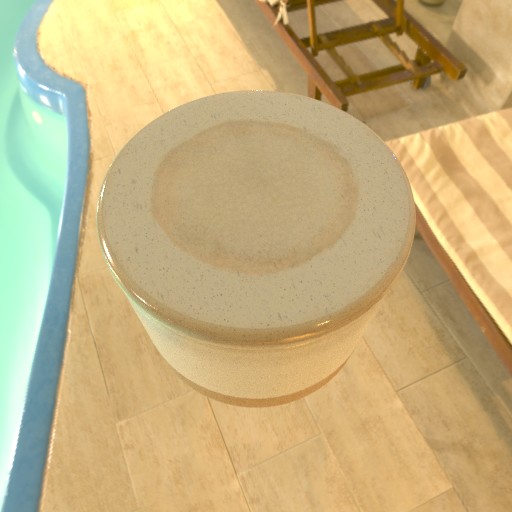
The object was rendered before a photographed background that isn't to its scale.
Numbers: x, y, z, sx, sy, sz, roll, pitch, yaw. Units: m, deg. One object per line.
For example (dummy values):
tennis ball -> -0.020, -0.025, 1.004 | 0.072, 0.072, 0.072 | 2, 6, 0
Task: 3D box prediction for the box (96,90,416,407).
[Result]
box -> 0.000, 0.000, 0.264 | 0.154, 0.123, 0.154 | 0, 58, 0
